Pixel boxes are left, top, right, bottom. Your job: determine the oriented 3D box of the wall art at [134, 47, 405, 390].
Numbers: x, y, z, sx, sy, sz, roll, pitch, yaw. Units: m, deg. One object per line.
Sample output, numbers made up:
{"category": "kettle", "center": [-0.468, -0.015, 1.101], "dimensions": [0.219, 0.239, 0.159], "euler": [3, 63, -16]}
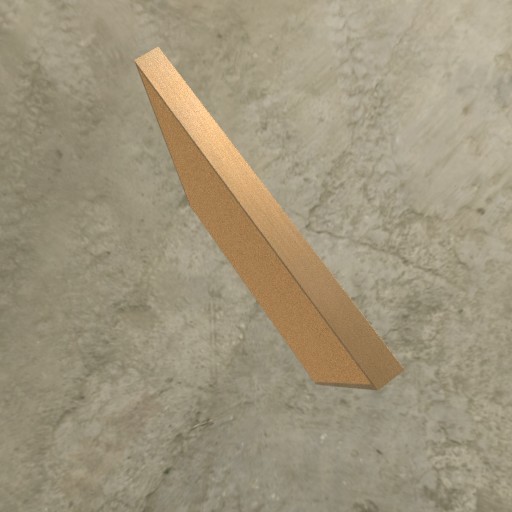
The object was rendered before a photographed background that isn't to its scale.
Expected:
{"category": "wall art", "center": [0.000, 0.000, 0.782], "dimensions": [0.038, 0.511, 0.513], "euler": [-34, 77, -9]}
